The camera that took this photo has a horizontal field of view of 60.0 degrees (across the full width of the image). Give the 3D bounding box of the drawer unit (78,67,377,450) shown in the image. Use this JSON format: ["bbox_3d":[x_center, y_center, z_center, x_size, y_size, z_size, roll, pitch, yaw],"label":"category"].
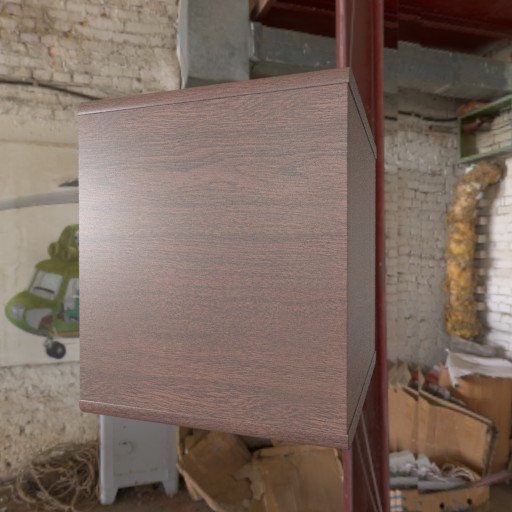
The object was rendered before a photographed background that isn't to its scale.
[{"bbox_3d":[0.000,0.000,0.595,0.290,0.344,0.344,0,1,19],"label":"drawer unit"}]
